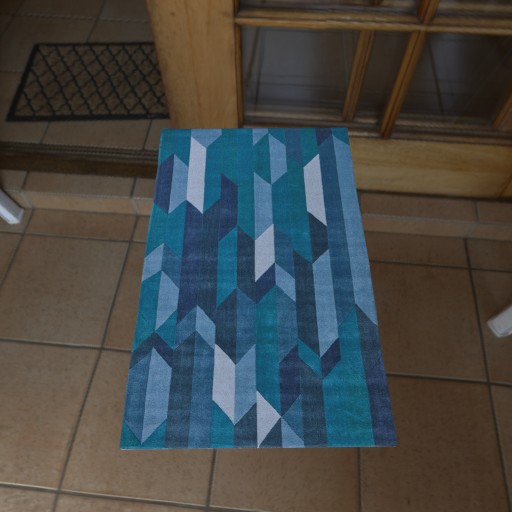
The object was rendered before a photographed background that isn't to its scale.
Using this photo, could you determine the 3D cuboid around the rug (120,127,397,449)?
[{"bbox_3d":[0.000,0.000,3.026,1.528,0.005,2.420,-1,60,0],"label":"rug"}]
